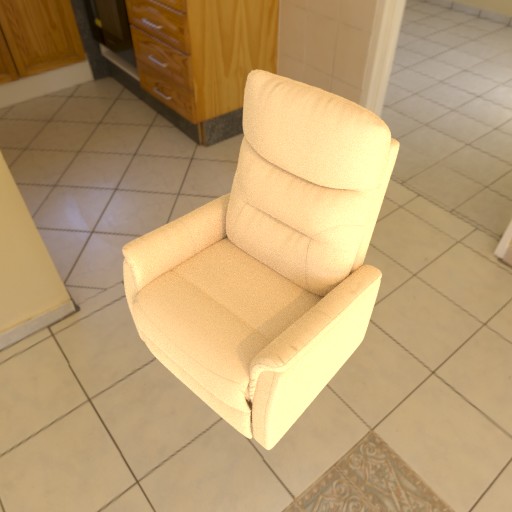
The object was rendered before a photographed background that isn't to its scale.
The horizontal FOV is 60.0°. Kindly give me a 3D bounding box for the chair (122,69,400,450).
[{"bbox_3d":[0.000,0.000,1.644,0.775,1.082,0.831,32,53,28],"label":"chair"}]
